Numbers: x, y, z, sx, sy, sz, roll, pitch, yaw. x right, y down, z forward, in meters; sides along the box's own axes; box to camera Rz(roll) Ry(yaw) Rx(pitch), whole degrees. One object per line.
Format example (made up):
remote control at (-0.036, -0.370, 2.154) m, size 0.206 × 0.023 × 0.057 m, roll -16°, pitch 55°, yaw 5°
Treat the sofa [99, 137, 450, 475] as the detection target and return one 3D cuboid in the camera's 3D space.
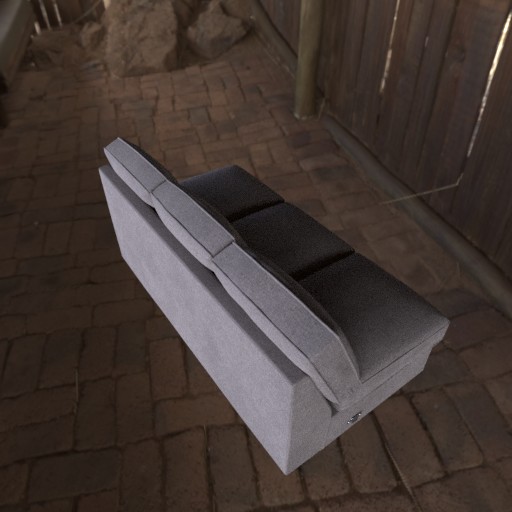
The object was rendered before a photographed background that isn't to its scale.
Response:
sofa at (0.000, 0.000, 2.546) m, size 1.027 × 0.973 × 1.962 m, roll -25°, pitch 46°, yaw -26°
